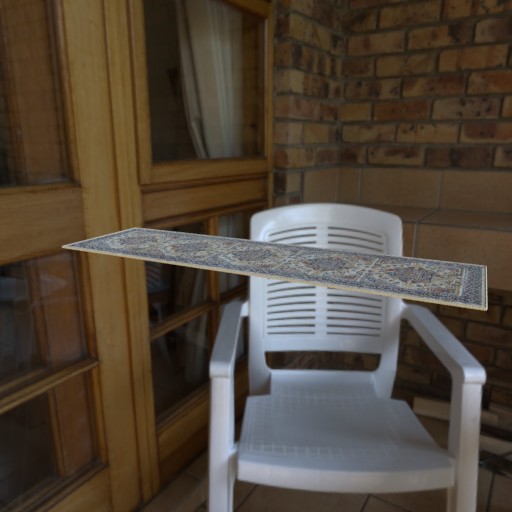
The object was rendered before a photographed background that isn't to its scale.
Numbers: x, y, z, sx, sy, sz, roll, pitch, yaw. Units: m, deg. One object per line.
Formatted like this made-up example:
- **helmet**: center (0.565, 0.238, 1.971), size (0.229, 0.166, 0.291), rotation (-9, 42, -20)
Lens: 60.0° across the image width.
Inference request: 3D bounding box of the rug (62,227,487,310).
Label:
- **rug**: center (0.000, 0.000, 2.470), size (2.297, 0.013, 0.661), rotation (7, 16, 26)
